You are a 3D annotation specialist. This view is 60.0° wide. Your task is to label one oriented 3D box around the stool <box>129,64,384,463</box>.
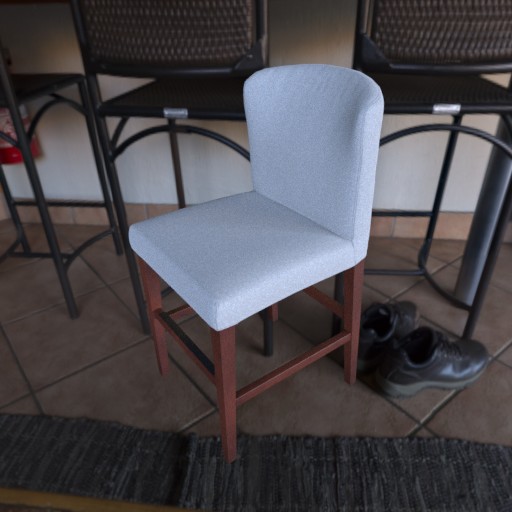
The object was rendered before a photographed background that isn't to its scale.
[{"bbox_3d":[0.000,0.000,1.272,0.568,0.968,0.479,-21,37,-31],"label":"stool"}]
